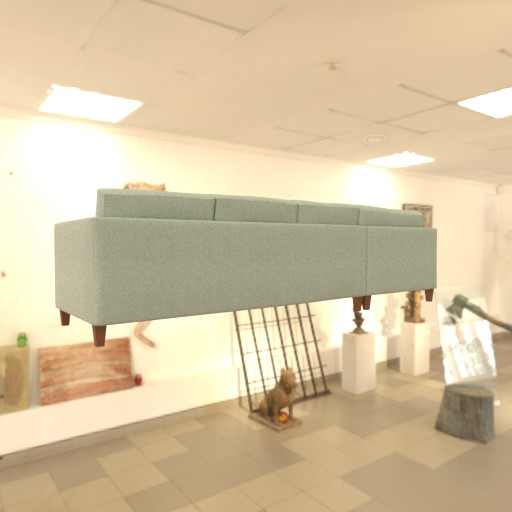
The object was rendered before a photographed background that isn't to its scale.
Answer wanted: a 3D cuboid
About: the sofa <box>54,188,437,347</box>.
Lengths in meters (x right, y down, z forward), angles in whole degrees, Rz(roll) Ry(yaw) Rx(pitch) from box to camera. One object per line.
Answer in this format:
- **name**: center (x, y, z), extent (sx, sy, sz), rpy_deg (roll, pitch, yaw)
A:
- **sofa**: center (0.000, 0.000, 4.131), extent (3.470, 0.953, 1.600), rpy_deg (-1, 2, -36)
